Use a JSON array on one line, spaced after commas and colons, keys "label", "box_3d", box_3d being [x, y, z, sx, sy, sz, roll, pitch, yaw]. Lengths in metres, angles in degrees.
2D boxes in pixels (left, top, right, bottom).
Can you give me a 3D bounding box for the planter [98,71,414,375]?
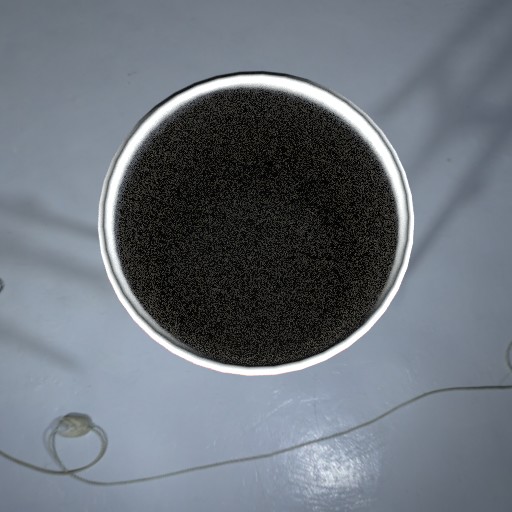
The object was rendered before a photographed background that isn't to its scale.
[{"label": "planter", "box_3d": [0.000, 0.000, 0.395, 0.199, 0.268, 0.199, 0, 78, 0]}]
